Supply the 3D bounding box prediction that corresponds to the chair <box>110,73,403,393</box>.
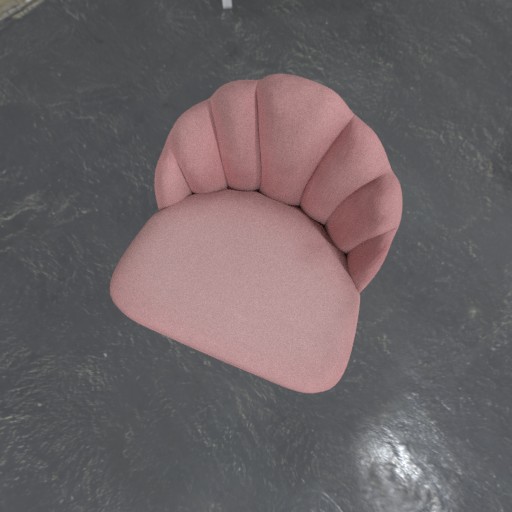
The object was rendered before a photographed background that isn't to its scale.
[{"bbox_3d":[0.000,0.000,1.246,0.657,0.819,0.599,22,75,6],"label":"chair"}]
